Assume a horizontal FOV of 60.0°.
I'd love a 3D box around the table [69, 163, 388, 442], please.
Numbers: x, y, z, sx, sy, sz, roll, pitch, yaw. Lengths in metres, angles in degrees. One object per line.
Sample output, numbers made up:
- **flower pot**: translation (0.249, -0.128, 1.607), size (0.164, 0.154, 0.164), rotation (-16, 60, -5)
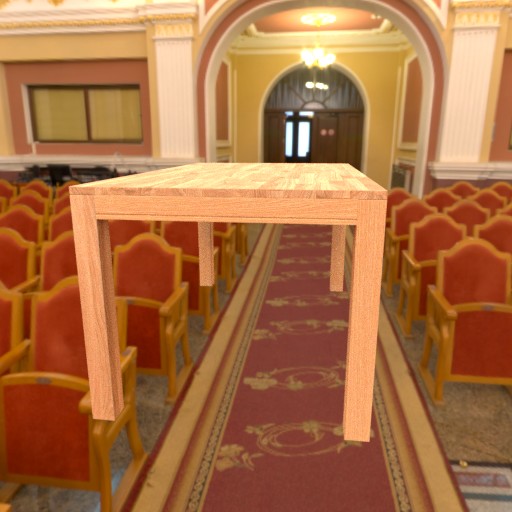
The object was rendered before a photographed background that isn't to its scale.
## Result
- **table**: translation (0.000, 0.000, 2.045), size (0.900, 0.770, 1.500), rotation (2, 15, 7)
